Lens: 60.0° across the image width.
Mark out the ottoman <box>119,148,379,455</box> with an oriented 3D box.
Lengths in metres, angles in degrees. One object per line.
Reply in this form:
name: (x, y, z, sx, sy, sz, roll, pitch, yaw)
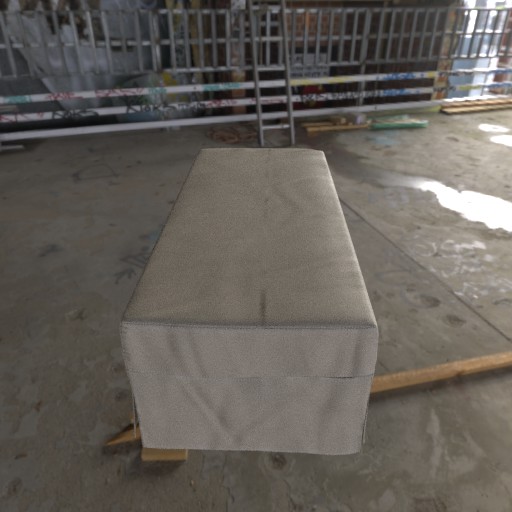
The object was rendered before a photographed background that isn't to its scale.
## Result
ottoman: (0.000, 0.000, 1.708, 0.665, 0.457, 1.388, 1, 31, 2)
